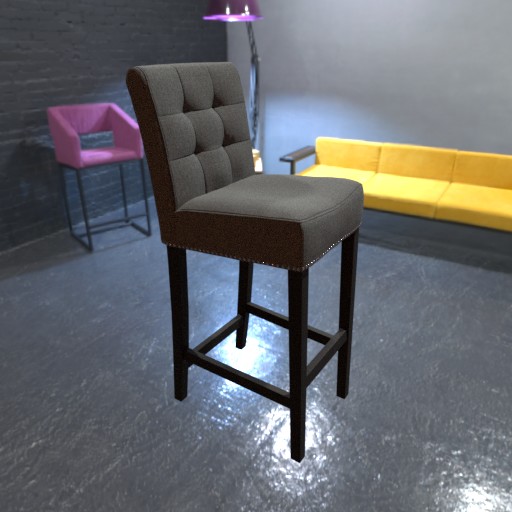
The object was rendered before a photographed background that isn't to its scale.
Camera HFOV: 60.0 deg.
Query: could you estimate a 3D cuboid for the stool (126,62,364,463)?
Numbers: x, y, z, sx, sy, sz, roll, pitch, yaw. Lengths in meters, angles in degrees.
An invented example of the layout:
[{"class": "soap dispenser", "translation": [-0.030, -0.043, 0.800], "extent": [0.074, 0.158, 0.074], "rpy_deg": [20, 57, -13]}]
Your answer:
[{"class": "stool", "translation": [0.000, 0.000, 1.324], "extent": [0.548, 1.047, 0.411], "rpy_deg": [16, 30, 31]}]
